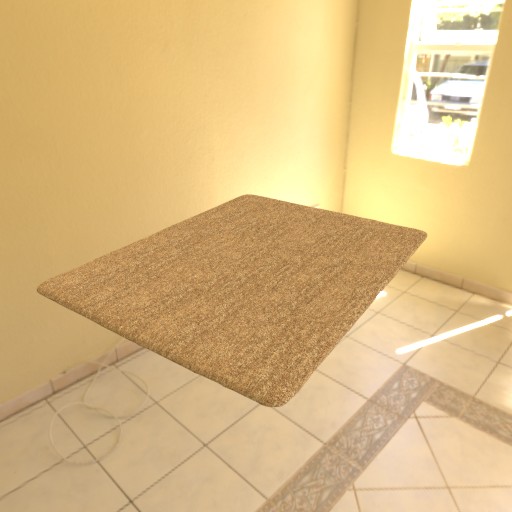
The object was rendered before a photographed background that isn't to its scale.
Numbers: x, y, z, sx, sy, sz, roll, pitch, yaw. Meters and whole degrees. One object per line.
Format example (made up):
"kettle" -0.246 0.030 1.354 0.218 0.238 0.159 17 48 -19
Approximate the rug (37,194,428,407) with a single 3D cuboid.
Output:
"rug" 0.000 0.000 3.887 2.242 0.050 2.873 17 30 30
